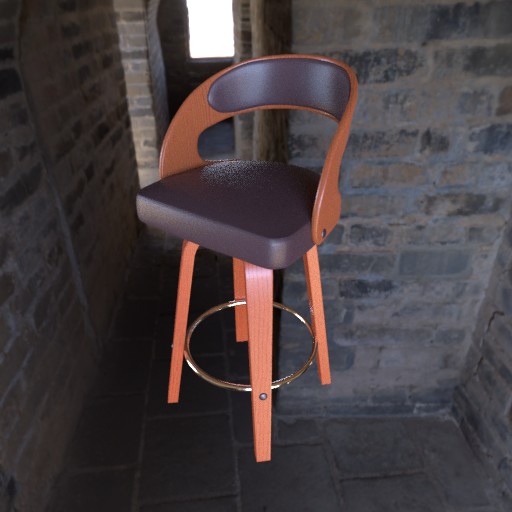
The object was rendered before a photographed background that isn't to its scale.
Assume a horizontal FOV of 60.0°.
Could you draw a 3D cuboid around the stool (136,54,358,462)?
[{"bbox_3d":[0.000,0.000,1.172,0.457,0.940,0.457,20,36,31],"label":"stool"}]
